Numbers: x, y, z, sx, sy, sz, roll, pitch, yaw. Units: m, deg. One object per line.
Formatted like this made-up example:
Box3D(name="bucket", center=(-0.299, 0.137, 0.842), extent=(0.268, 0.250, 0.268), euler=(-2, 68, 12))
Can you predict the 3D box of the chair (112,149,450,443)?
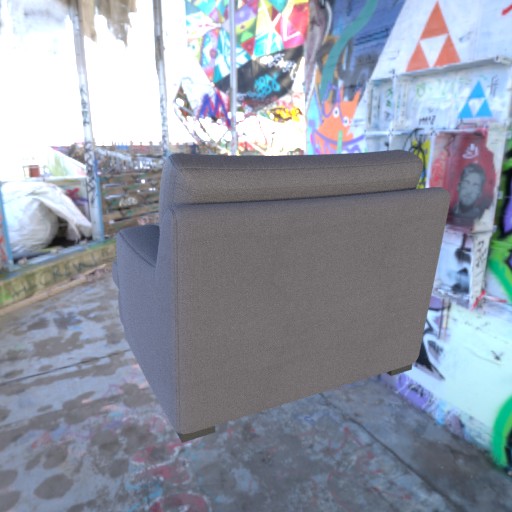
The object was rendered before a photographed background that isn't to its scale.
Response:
Box3D(name="chair", center=(0.000, 0.000, 1.994), extent=(1.168, 0.940, 1.143), euler=(-8, 17, -26))
